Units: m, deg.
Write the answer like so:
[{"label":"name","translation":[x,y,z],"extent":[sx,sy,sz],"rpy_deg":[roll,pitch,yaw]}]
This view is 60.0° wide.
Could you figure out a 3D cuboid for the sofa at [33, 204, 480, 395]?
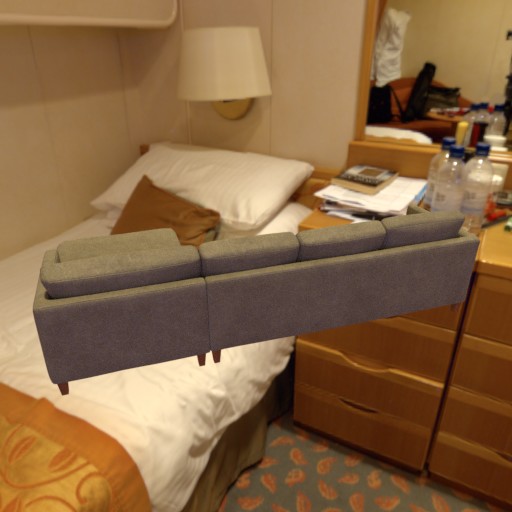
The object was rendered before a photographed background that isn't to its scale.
[{"label":"sofa","translation":[0.000,0.000,3.985],"extent":[3.471,0.950,1.604],"rpy_deg":[-8,28,-16]}]
